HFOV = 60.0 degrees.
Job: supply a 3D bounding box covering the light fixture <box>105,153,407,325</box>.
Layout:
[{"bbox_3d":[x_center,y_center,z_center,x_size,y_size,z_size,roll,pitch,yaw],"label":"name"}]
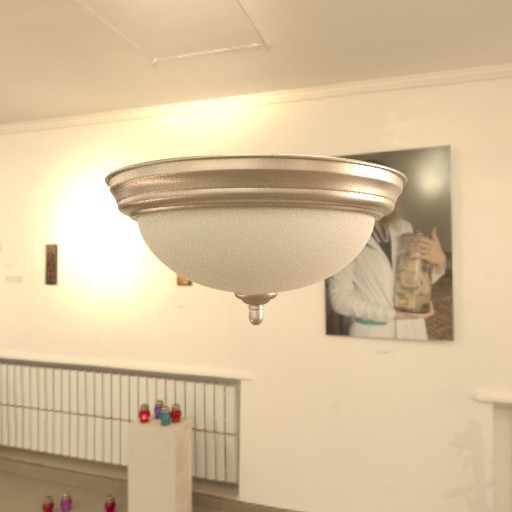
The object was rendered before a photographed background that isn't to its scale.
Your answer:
[{"bbox_3d":[0.000,0.000,0.432,0.280,0.135,0.280,0,0,0],"label":"light fixture"}]
